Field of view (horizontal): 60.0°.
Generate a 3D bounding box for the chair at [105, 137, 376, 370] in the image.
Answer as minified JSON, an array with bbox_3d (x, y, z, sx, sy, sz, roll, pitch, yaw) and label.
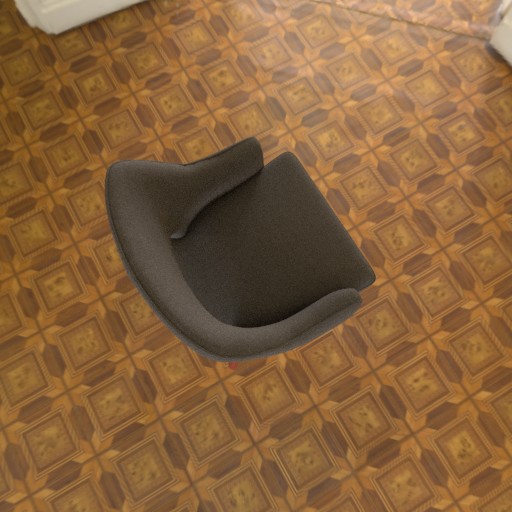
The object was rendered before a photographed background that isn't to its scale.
[{"bbox_3d":[0.000,0.000,1.244,0.560,0.838,0.559,-30,77,-8],"label":"chair"}]
